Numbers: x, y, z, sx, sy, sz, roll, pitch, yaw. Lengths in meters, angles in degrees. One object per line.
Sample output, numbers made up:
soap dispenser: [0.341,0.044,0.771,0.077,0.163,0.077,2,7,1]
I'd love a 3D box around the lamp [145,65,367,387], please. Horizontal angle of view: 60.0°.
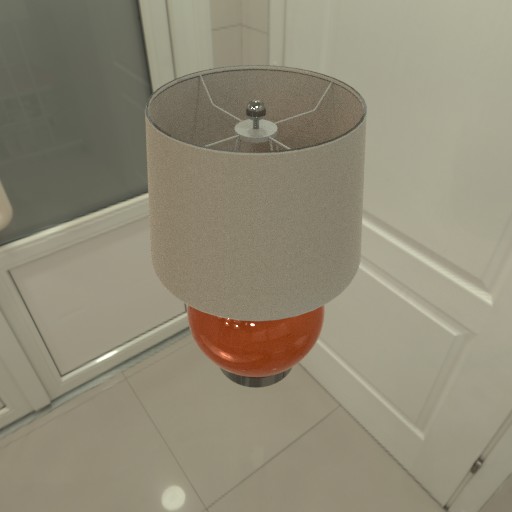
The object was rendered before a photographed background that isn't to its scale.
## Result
lamp: [0.000,0.000,0.543,0.247,0.387,0.247,0,41,0]
